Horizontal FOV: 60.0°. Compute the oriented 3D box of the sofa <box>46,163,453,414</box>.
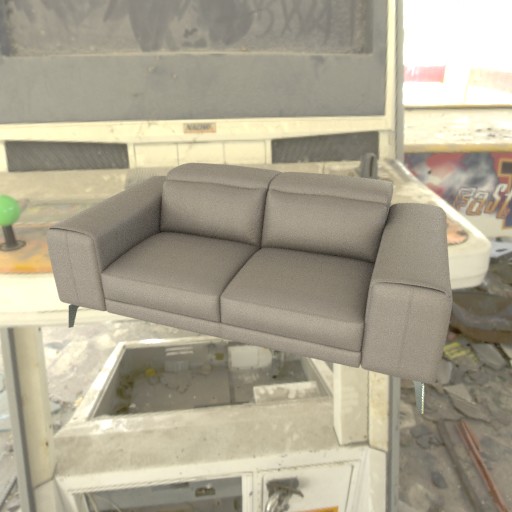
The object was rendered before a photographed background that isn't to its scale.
[{"bbox_3d":[0.000,0.000,2.438,1.930,0.753,1.024,9,27,18],"label":"sofa"}]
